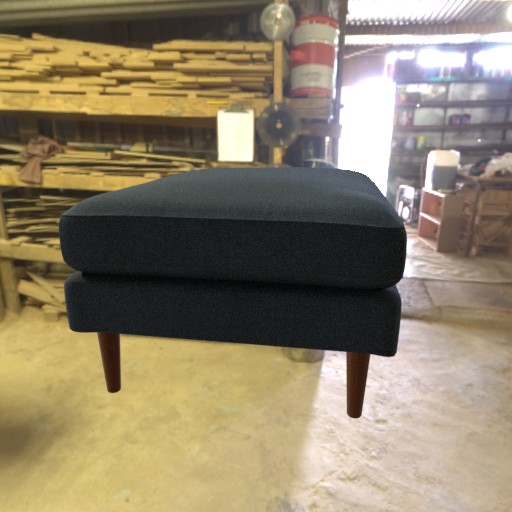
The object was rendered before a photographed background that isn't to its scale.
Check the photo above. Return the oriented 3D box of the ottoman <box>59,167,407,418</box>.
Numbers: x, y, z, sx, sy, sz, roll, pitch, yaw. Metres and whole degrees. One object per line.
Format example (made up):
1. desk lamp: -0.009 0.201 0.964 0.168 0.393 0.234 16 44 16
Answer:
1. ottoman: 0.000 0.000 1.260 0.693 0.474 0.821 3 16 10
